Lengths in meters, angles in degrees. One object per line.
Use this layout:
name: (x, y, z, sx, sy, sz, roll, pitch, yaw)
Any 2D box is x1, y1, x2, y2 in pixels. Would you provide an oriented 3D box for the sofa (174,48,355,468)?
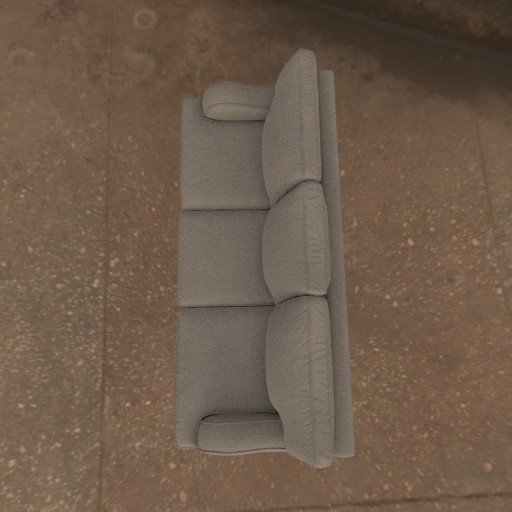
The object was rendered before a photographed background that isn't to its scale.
sofa: (0.000, 0.000, 2.823, 1.016, 0.991, 2.323, -1, 78, 0)
